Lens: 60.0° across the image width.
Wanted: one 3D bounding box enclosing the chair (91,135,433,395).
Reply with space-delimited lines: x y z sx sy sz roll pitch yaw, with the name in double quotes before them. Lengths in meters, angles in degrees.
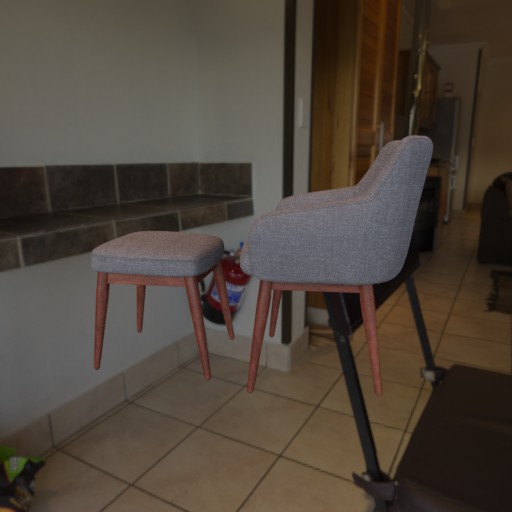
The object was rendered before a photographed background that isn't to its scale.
"chair" 0.000 0.000 1.563 1.107 0.799 0.584 2 13 10
